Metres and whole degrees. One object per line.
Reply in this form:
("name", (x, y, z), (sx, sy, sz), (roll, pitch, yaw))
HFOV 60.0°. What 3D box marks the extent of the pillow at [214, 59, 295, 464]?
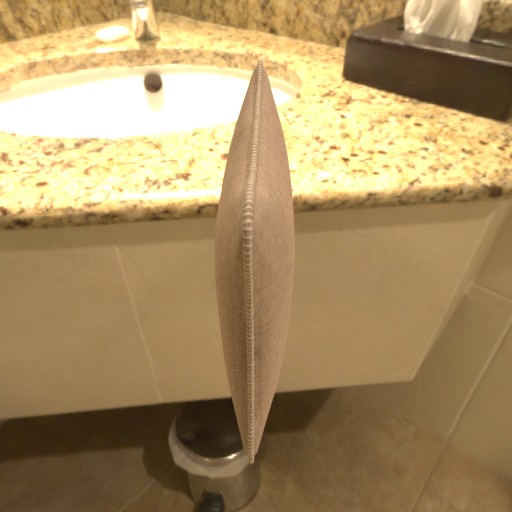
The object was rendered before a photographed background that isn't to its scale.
("pillow", (0.000, 0.000, 0.738), (0.124, 0.494, 0.485), (1, 41, 1))
